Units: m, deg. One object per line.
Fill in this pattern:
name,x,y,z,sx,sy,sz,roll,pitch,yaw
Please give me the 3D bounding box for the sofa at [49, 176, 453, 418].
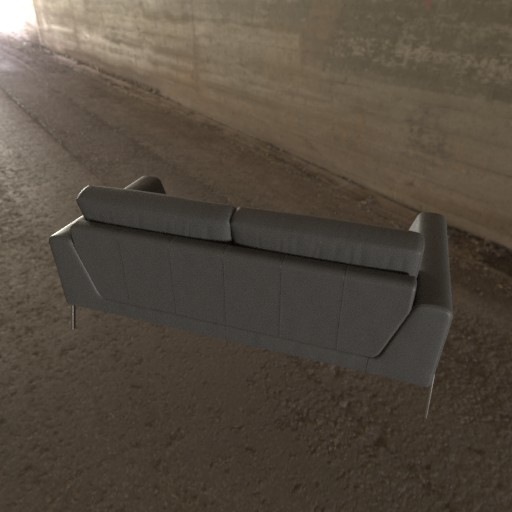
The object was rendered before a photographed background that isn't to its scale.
sofa,0.000,0.000,2.521,2.017,0.875,0.953,10,32,16
